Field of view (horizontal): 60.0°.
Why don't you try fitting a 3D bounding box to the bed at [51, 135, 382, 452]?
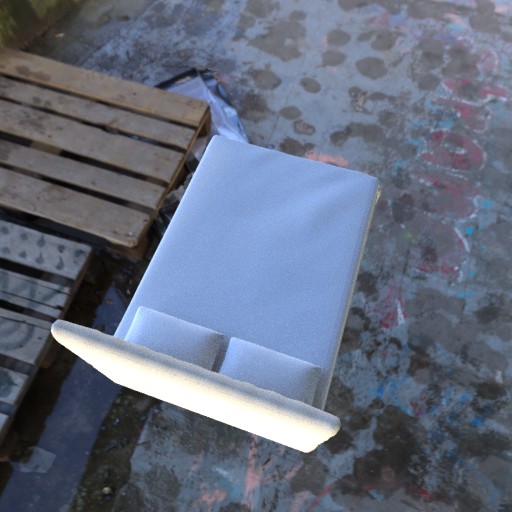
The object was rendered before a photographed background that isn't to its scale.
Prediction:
[{"bbox_3d":[0.000,0.000,3.501,1.698,1.427,2.387,17,65,8],"label":"bed"}]
